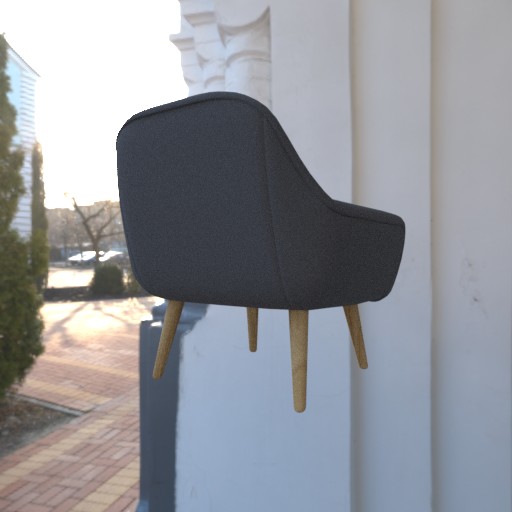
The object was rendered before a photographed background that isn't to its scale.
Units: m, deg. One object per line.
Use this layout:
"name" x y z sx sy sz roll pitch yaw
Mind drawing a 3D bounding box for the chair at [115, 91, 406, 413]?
"chair" 0.000 0.000 1.439 0.770 0.800 0.779 0 0 35
